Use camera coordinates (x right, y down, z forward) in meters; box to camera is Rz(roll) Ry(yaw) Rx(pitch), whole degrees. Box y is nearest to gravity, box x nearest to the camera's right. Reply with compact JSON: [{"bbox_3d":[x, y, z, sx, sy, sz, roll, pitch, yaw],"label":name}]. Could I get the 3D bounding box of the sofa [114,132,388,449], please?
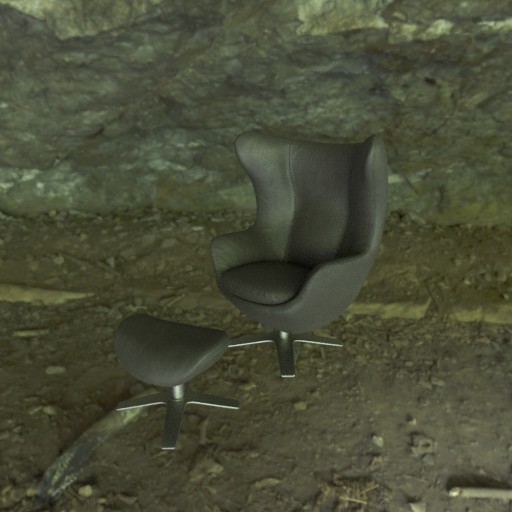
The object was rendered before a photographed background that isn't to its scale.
[{"bbox_3d":[0.000,0.000,2.147,0.894,1.135,1.444,16,23,42],"label":"sofa"}]
